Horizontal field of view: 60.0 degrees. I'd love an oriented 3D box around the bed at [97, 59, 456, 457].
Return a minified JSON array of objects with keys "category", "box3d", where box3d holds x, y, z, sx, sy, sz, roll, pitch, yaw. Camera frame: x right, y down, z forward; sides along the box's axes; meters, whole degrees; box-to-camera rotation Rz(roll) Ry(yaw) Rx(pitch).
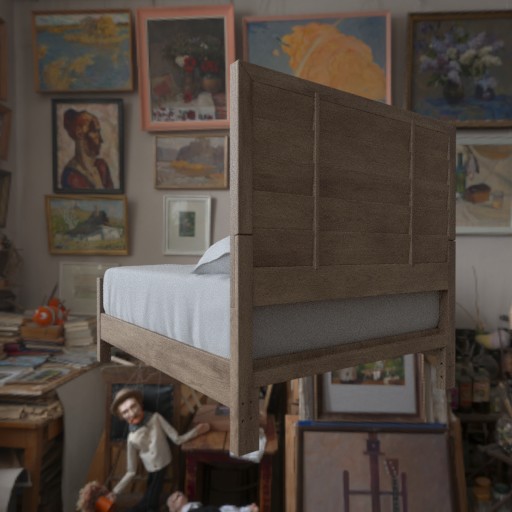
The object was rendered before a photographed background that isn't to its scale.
[{"category":"bed","box3d":[0.000,0.000,3.100,1.615,1.631,2.017,0,1,-36]}]
